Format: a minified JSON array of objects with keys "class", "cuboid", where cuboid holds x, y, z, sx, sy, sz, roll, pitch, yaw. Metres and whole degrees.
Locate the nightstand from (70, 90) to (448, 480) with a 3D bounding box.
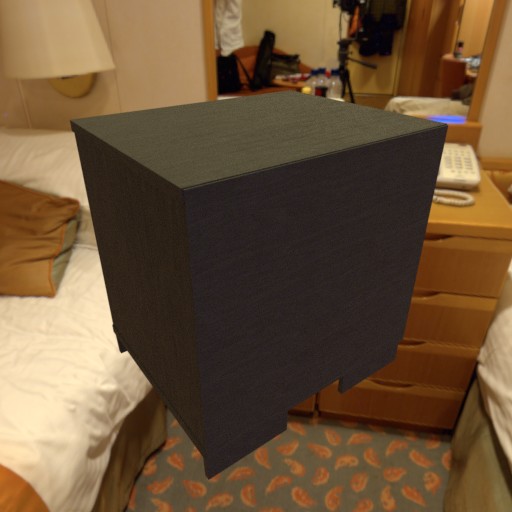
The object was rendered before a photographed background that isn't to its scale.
[{"class":"nightstand","cuboid":[0.000,0.000,0.753,0.427,0.448,0.347,-20,35,-31]}]
